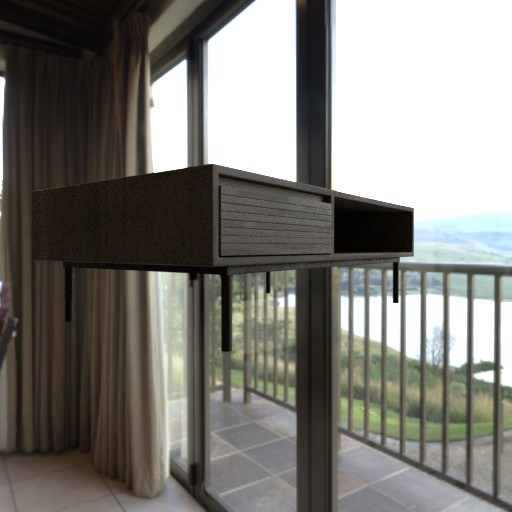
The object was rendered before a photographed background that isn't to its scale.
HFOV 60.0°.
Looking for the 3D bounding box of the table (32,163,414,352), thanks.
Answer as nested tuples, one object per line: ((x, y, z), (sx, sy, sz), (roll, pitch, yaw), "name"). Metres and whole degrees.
((0.000, 0.000, 1.396), (0.643, 0.347, 1.088), (1, 1, 37), "table")
